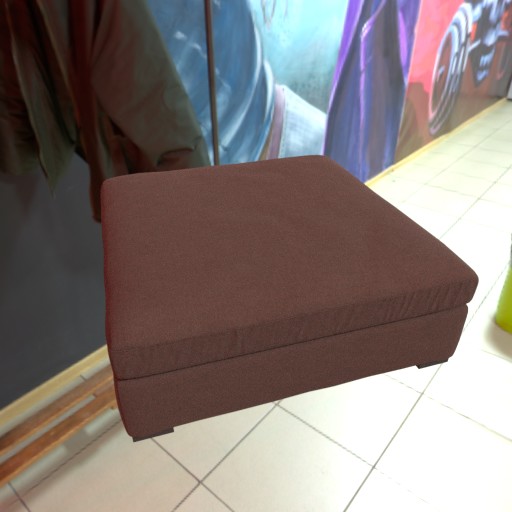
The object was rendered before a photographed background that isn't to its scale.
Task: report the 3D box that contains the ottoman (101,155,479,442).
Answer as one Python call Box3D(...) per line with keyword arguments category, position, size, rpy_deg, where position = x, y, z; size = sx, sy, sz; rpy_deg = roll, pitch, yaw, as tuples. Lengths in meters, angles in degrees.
Box3D(category="ottoman", position=(0.000, 0.000, 1.821), size=(1.181, 0.470, 1.181), rpy_deg=(-9, 33, -15))
